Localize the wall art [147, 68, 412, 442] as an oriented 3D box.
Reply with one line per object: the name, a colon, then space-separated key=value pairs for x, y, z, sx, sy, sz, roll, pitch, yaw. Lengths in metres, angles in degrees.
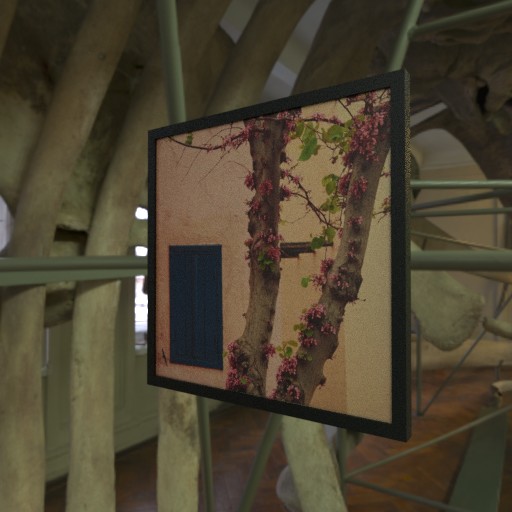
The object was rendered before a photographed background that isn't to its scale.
wall art: x=0.000 y=0.000 z=1.131 sx=0.762 sy=0.762 sz=0.038 roll=-1 pitch=-1 yaw=34
